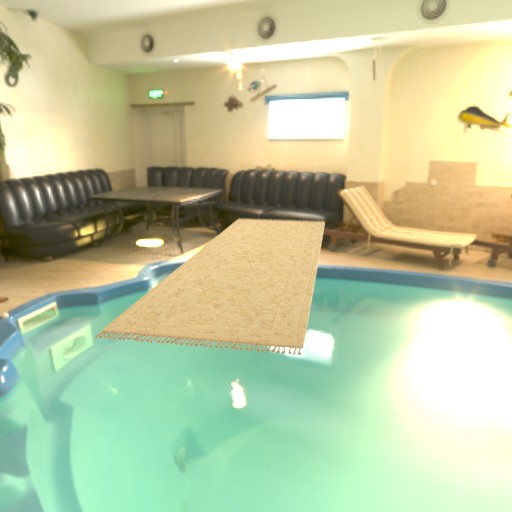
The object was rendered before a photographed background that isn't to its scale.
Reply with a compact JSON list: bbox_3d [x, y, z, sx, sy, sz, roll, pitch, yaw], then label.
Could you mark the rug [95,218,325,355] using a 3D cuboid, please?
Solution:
[{"bbox_3d":[0.000,0.000,2.834,0.795,0.015,2.544,3,15,10],"label":"rug"}]
